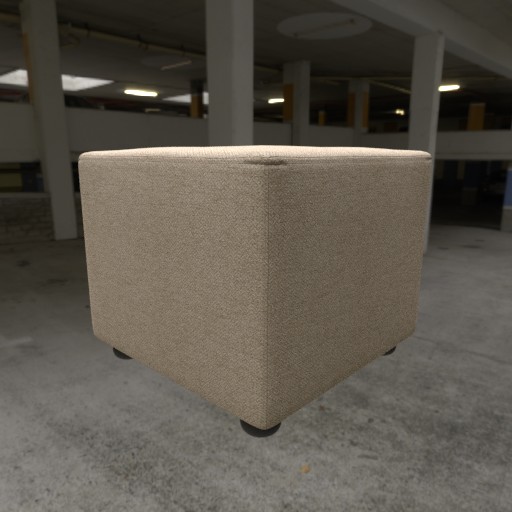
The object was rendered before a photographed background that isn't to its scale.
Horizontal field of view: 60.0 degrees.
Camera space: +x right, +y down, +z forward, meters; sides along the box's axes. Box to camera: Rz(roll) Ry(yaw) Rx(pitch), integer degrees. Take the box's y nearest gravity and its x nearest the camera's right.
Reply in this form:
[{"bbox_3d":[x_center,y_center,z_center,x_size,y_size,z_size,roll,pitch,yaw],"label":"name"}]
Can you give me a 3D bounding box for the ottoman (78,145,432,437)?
[{"bbox_3d":[0.000,0.000,0.904,0.508,0.432,0.508,12,17,42],"label":"ottoman"}]
